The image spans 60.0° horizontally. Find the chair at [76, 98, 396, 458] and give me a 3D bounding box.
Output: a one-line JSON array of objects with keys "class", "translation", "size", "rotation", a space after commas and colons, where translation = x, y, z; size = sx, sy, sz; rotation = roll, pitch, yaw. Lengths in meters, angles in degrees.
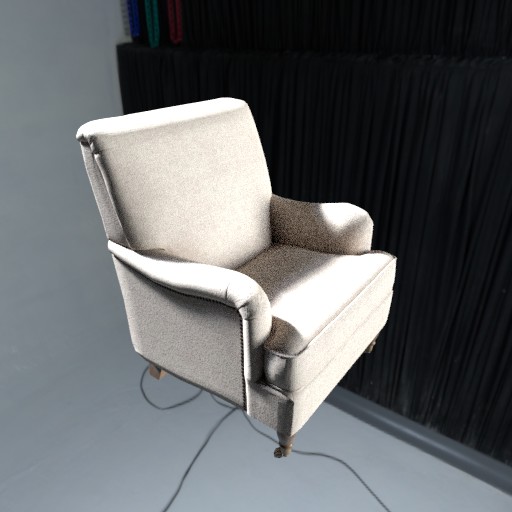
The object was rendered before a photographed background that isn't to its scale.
[{"class": "chair", "translation": [0.000, 0.000, 1.828], "size": [0.953, 1.119, 0.879], "rotation": [19, 33, 32]}]
